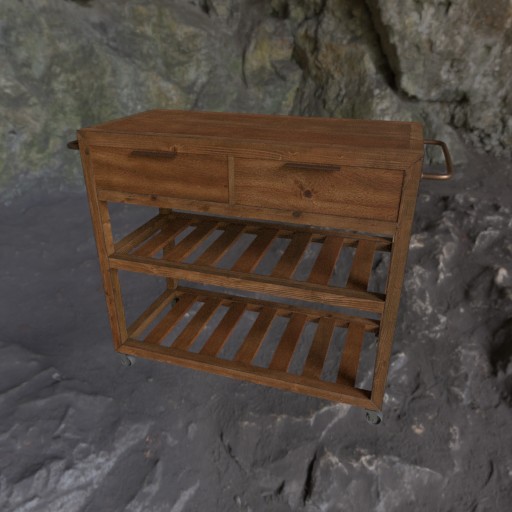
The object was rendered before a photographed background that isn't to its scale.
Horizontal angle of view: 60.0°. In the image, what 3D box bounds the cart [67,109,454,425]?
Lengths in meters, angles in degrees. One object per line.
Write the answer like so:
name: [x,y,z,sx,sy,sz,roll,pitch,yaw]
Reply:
cart: [0.000,0.000,1.458,1.065,0.830,0.445,8,27,16]
